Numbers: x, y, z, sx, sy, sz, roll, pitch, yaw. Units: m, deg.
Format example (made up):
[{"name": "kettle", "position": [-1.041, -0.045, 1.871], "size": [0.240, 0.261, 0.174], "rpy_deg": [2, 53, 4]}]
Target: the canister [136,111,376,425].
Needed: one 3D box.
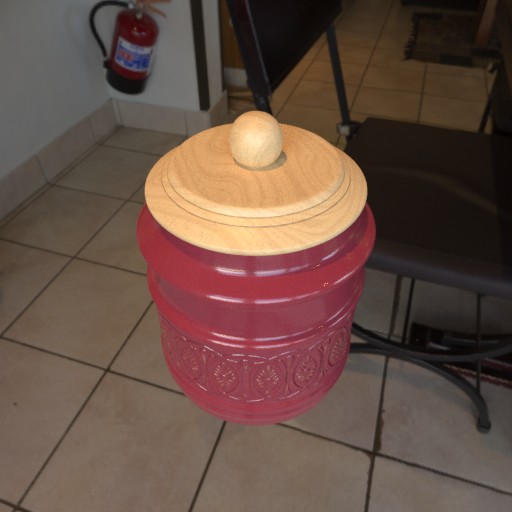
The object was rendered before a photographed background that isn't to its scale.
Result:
[{"name": "canister", "position": [0.000, 0.000, 0.264], "size": [0.130, 0.176, 0.130], "rpy_deg": [0, 42, 0]}]
